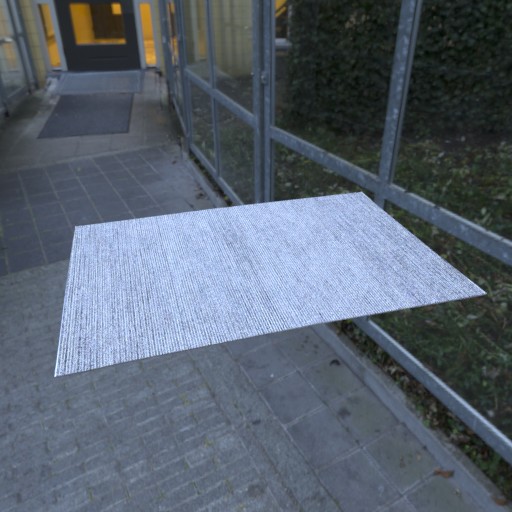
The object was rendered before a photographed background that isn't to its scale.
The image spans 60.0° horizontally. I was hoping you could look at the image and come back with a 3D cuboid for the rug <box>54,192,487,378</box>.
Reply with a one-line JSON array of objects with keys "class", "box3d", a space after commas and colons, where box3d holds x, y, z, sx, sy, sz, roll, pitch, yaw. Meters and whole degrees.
[{"class": "rug", "box3d": [0.000, 0.000, 2.216, 1.789, 0.021, 1.159, -8, 33, -13]}]
